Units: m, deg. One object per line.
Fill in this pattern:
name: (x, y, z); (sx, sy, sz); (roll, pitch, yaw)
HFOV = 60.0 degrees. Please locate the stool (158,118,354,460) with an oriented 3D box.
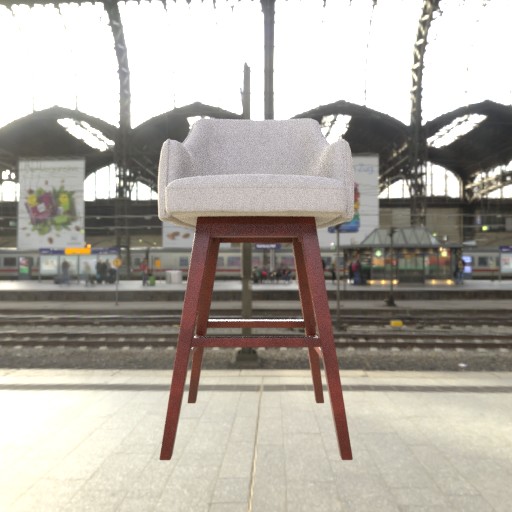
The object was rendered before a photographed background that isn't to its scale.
stool: (0.000, 0.000, 1.366); (0.548, 1.012, 0.558); (0, -1, 0)
